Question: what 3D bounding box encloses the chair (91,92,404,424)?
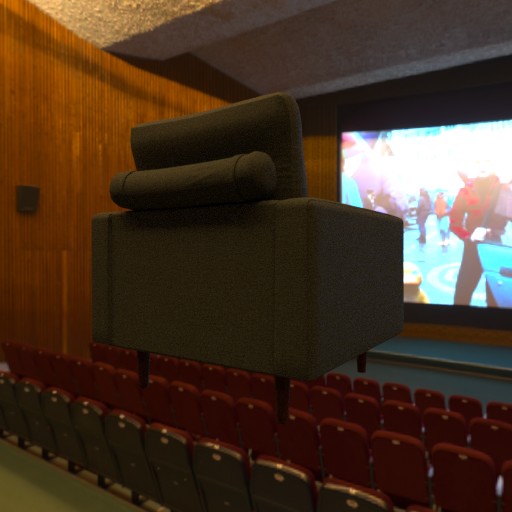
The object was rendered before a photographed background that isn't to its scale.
[{"bbox_3d":[0.000,0.000,1.559,0.821,0.880,0.843,0,1,34],"label":"chair"}]
